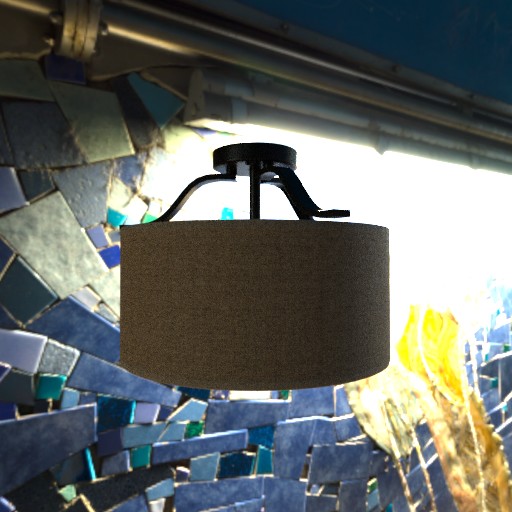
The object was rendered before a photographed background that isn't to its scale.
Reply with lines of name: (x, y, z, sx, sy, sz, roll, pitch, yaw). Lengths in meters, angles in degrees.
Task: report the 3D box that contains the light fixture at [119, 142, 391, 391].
light fixture: (0.000, 0.000, 0.652, 0.390, 0.306, 0.390, 0, -1, 0)
